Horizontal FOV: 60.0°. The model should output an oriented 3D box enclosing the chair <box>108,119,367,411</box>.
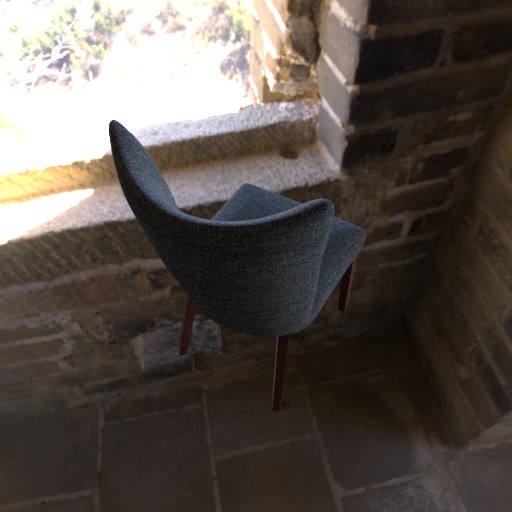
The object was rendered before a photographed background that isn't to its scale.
[{"bbox_3d":[0.000,0.000,1.312,0.535,0.924,0.623,25,53,20],"label":"chair"}]
